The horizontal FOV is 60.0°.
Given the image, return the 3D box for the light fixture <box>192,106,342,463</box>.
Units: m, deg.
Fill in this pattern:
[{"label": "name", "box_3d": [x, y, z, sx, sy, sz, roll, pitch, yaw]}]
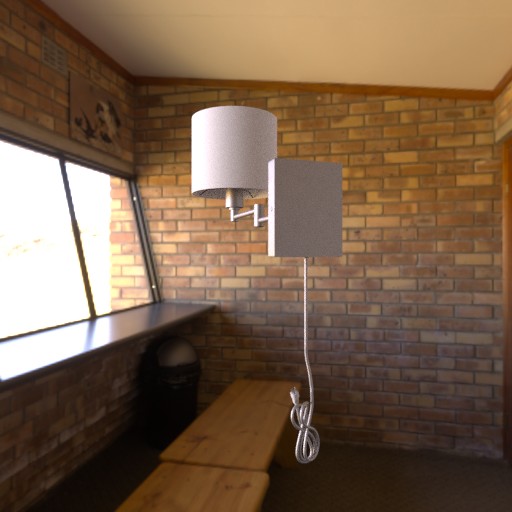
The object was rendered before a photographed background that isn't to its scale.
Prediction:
[{"label": "light fixture", "box_3d": [0.000, 0.000, 0.914, 0.203, 0.651, 0.516, 0, 0, -19]}]
